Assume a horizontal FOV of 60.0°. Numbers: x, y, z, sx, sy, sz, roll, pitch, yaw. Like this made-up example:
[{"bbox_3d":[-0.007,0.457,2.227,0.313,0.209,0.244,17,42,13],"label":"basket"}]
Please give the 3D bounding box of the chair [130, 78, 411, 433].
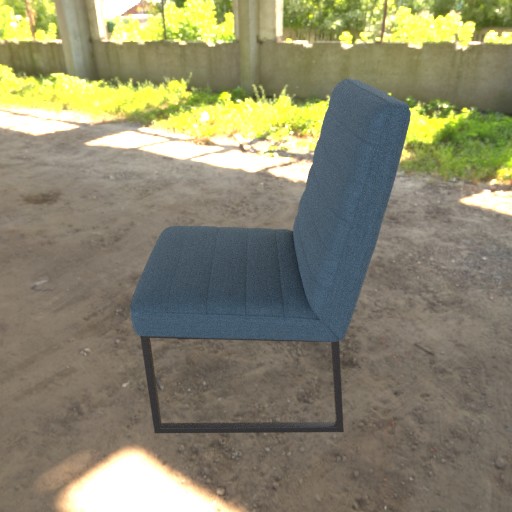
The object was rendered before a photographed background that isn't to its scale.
[{"bbox_3d":[0.000,0.000,1.295,0.634,0.930,0.520,0,27,0],"label":"chair"}]
